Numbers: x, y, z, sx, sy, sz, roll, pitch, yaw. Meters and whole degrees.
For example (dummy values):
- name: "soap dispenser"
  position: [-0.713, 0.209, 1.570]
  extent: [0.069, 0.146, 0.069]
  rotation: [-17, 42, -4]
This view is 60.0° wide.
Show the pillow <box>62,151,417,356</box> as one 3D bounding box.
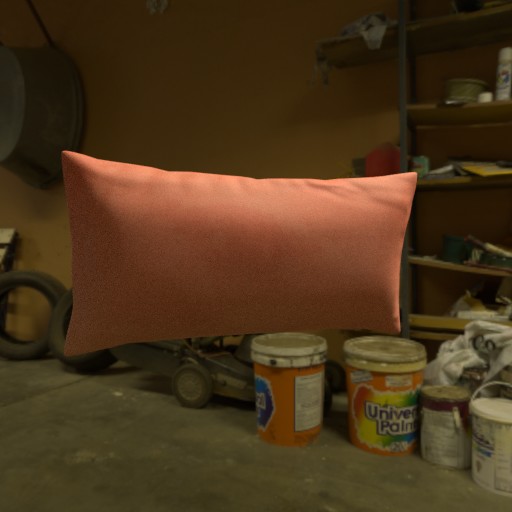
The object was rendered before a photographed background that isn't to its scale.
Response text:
- name: "pillow"
  position: [0.000, 0.000, 0.753]
  extent: [0.608, 0.307, 0.155]
  rotation: [0, 1, -18]
